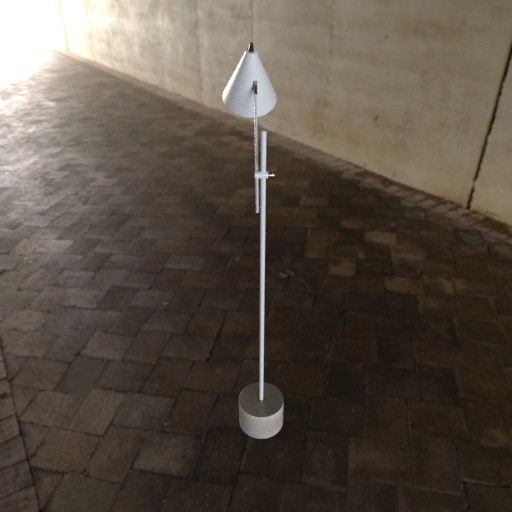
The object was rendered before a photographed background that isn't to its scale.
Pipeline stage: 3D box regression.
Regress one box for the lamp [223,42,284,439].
[{"bbox_3d":[0.000,0.000,1.654,0.223,1.430,0.508,-1,31,-1],"label":"lamp"}]
